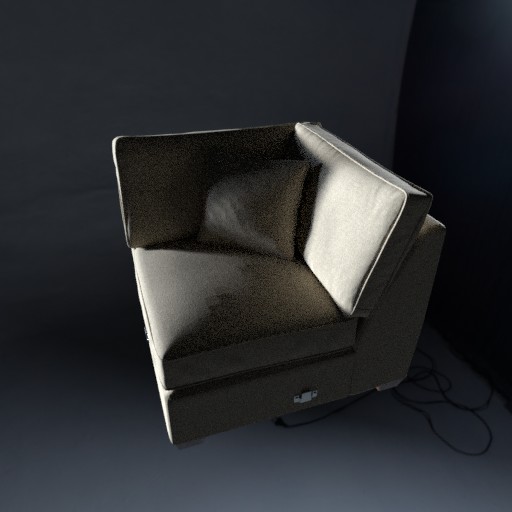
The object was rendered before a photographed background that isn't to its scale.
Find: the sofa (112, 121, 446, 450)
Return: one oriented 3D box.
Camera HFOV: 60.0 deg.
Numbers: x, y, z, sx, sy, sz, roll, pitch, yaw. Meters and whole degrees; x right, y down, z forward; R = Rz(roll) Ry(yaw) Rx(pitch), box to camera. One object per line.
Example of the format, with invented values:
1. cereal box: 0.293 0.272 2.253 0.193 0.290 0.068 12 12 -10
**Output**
1. sofa: 0.000 0.000 2.012 1.084 1.002 1.146 -10 33 -16
